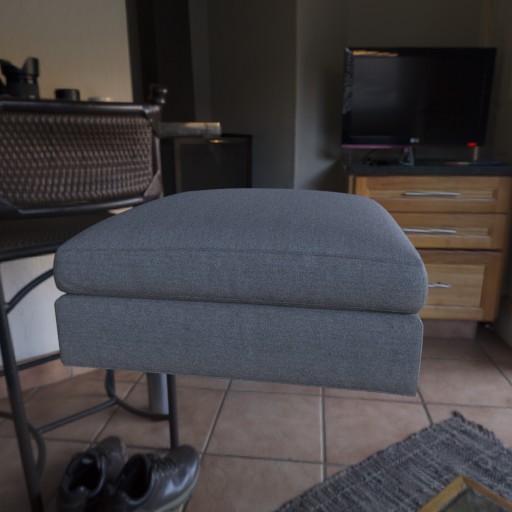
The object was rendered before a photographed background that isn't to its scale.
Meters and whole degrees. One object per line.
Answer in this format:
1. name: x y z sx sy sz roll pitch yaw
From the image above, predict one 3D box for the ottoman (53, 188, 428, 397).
1. ottoman: 0.000 0.000 1.670 1.041 0.470 1.041 2 14 9
